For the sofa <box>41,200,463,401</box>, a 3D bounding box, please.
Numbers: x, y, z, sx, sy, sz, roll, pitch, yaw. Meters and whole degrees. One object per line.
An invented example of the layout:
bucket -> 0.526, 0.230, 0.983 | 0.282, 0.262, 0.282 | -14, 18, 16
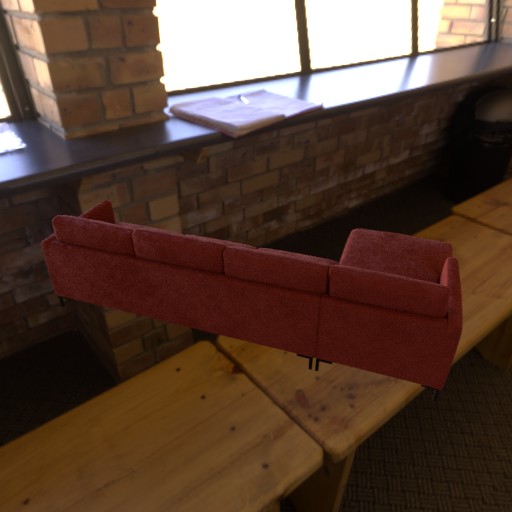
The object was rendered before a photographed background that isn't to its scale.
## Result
sofa -> 0.000, 0.000, 2.922 | 2.467, 0.663, 1.136 | 11, 34, 16
